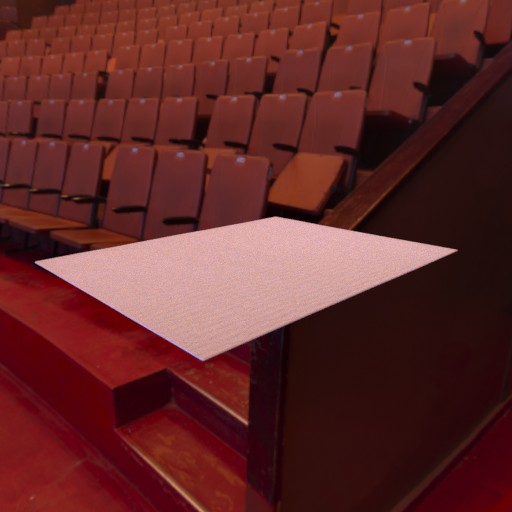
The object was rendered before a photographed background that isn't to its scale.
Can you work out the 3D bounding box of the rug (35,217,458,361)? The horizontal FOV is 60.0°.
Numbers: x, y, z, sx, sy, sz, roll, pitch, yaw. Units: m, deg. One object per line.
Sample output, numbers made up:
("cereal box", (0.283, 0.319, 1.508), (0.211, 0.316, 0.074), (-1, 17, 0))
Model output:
("rug", (0.000, 0.000, 4.060), (3.055, 0.021, 2.410), (-15, 21, -42))
